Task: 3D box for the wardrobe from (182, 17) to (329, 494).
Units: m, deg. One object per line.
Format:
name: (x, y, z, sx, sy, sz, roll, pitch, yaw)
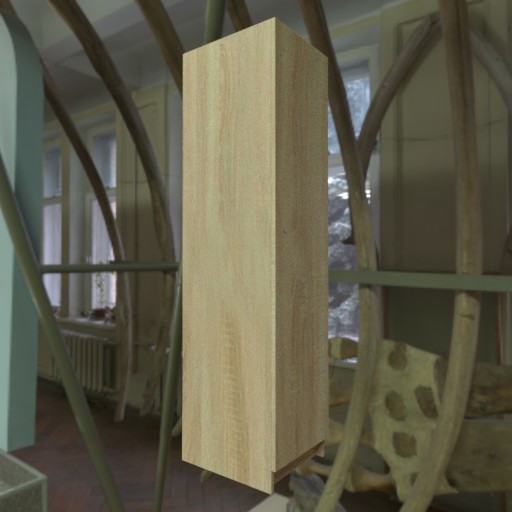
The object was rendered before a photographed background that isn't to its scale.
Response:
wardrobe: (0.000, 0.000, 2.331, 0.588, 2.117, 0.496, -1, -1, 37)
